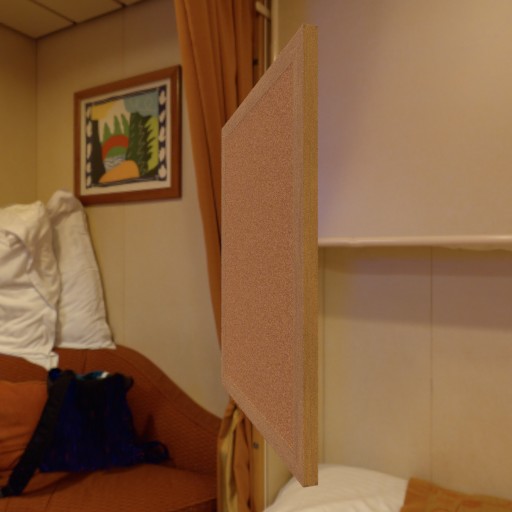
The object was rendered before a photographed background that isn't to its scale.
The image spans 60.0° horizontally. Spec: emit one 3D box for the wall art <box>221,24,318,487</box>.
[{"bbox_3d":[0.000,0.000,0.759,0.020,0.561,0.460,0,0,-17],"label":"wall art"}]
